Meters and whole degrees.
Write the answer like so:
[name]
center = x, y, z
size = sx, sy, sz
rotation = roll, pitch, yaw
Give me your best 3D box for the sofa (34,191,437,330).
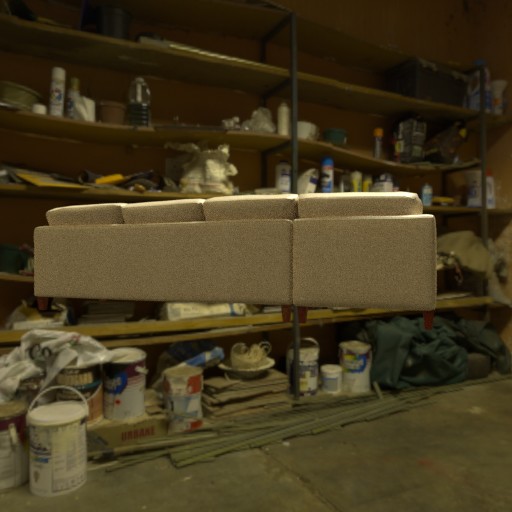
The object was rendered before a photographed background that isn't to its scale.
[sofa]
center = 0.000, 0.000, 4.524
size = 3.302, 0.947, 2.593
rotation = 0, 0, 19
